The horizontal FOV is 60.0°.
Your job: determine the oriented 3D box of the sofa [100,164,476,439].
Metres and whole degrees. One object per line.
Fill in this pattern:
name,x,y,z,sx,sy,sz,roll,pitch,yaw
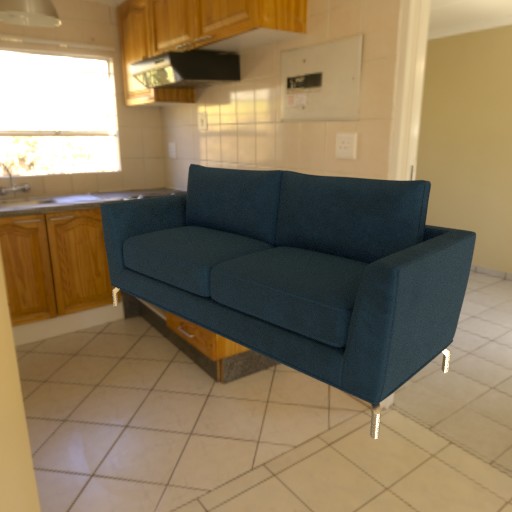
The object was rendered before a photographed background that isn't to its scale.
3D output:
sofa,0.000,0.000,2.678,2.212,0.998,0.853,14,21,42
